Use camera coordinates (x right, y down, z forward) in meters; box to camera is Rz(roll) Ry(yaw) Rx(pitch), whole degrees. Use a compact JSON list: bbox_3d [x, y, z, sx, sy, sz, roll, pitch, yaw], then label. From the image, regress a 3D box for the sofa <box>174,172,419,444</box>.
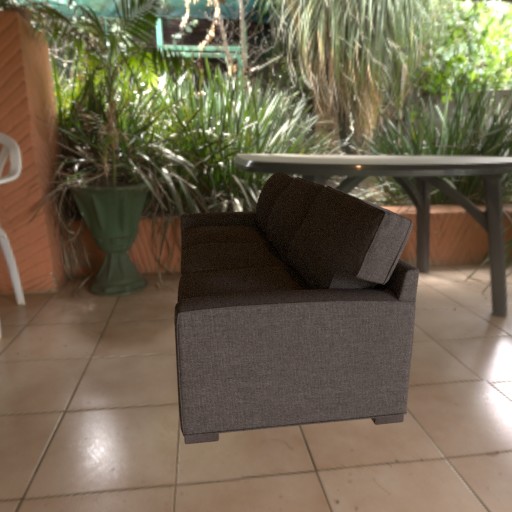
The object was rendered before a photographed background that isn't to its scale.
[{"bbox_3d":[0.000,0.000,2.909,1.004,0.978,2.369,-2,15,-8],"label":"sofa"}]
